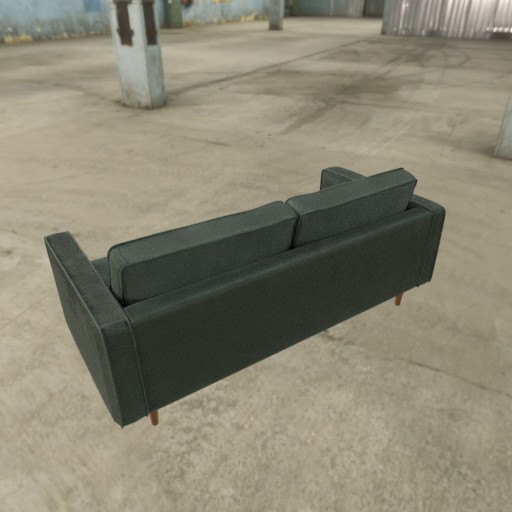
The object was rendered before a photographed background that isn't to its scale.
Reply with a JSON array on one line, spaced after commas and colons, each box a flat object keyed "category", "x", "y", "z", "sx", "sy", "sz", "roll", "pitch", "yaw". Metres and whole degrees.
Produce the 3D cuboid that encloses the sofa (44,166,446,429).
[{"category": "sofa", "x": 0.000, "y": 0.000, "z": 2.249, "sx": 1.816, "sy": 0.781, "sz": 0.886, "roll": -19, "pitch": 35, "yaw": -29}]
